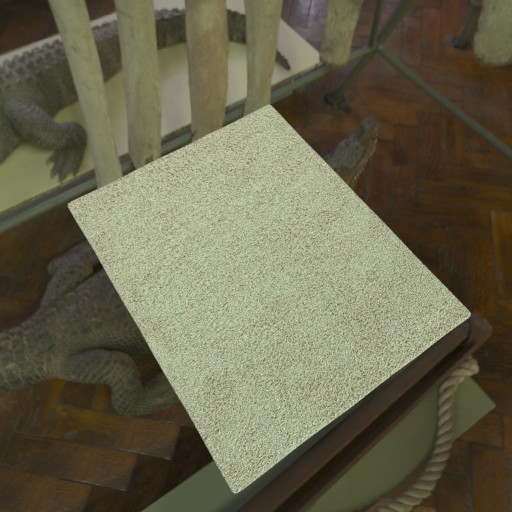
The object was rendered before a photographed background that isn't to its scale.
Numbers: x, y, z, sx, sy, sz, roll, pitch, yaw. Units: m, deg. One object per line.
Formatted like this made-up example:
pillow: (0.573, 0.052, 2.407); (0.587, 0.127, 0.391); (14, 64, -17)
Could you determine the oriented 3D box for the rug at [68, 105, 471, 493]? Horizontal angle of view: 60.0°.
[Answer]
rug: (0.000, 0.000, 4.090); (2.438, 0.029, 3.047); (-31, 66, -15)
